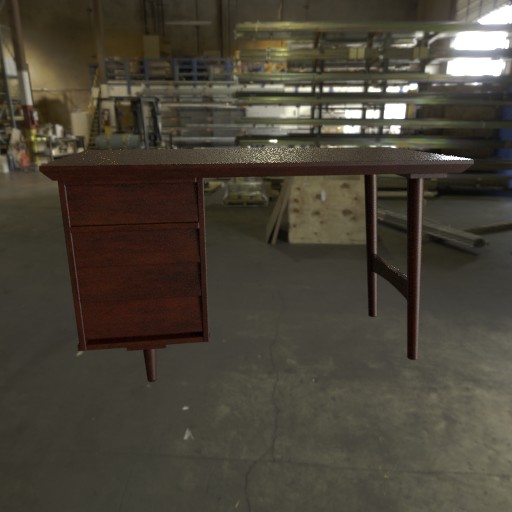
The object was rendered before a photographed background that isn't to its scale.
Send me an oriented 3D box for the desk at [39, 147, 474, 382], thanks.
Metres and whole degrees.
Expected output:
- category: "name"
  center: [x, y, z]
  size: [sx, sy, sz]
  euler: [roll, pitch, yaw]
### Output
- category: "desk"
  center: [0.000, 0.000, 1.687]
  size: [1.277, 0.758, 0.612]
  euler: [-3, 18, -8]
